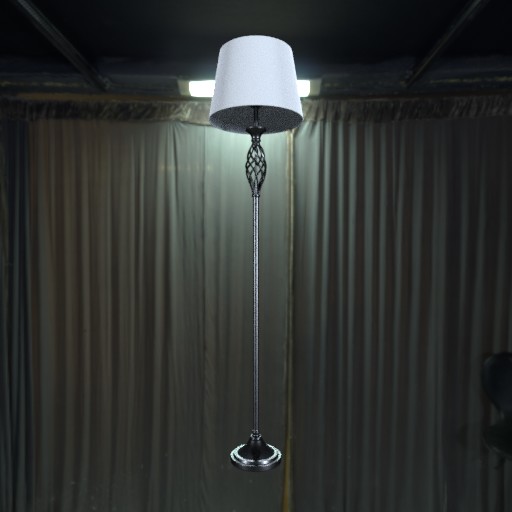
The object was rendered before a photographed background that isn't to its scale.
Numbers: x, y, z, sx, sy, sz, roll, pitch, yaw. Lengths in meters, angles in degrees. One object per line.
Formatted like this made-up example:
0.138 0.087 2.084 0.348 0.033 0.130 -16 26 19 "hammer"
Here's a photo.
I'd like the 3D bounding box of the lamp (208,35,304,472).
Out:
0.000 0.000 1.771 0.379 1.623 0.379 0 0 0 "lamp"
